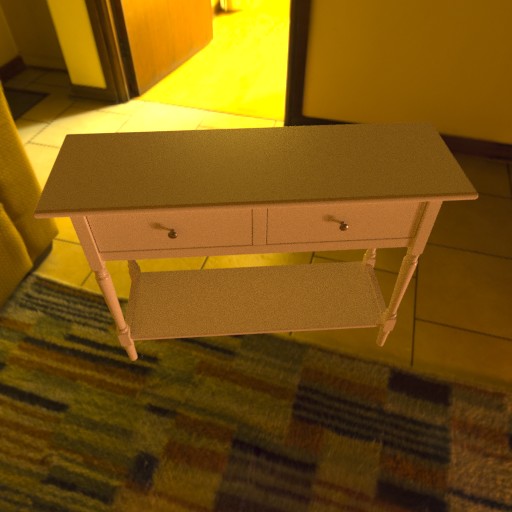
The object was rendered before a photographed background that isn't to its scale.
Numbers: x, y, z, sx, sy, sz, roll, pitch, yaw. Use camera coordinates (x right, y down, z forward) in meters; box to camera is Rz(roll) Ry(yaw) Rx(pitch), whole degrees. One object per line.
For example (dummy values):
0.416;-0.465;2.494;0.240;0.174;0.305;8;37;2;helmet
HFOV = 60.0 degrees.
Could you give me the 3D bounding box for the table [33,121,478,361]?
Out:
0.000;0.000;1.602;1.191;0.814;0.386;-3;47;-3;table
